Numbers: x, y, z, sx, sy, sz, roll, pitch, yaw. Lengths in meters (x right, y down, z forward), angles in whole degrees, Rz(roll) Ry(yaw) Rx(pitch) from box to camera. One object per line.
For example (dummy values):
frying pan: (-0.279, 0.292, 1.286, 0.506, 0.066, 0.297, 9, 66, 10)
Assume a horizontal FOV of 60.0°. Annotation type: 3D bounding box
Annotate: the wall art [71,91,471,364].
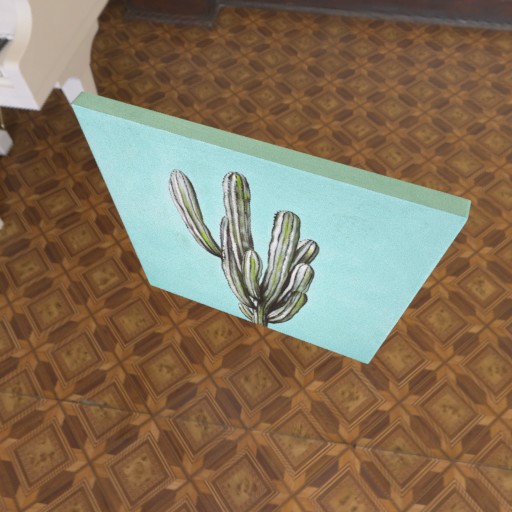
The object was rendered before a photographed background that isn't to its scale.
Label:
wall art: (0.000, 0.000, 1.589, 1.071, 1.073, 0.070, 18, 60, 11)
